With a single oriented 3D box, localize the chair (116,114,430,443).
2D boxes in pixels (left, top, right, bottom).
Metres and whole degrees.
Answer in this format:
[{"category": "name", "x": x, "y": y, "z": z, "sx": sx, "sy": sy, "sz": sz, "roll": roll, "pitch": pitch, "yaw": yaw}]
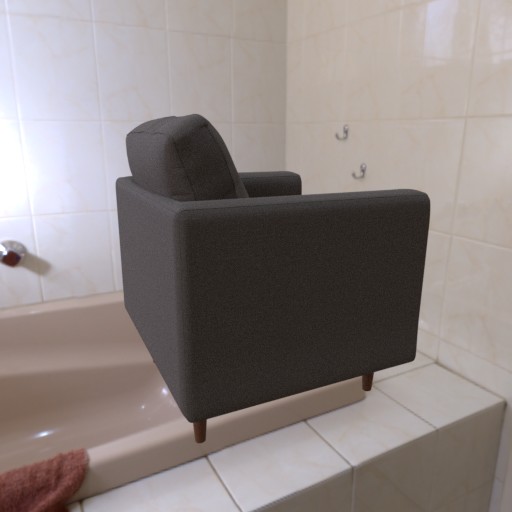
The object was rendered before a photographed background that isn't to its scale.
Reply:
[{"category": "chair", "x": 0.000, "y": 0.000, "z": 1.550, "sx": 0.800, "sy": 0.927, "sz": 0.854, "roll": -7, "pitch": 17, "yaw": -25}]
